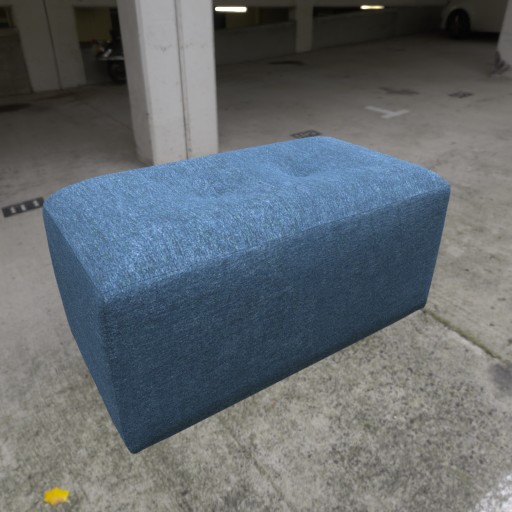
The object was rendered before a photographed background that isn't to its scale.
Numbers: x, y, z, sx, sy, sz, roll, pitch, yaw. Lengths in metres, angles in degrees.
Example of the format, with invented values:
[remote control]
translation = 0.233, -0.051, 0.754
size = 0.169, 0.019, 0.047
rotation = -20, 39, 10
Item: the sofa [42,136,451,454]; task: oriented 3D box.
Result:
[sofa]
translation = 0.000, 0.000, 1.174
size = 0.930, 0.470, 0.480
rotation = -18, 34, -29
